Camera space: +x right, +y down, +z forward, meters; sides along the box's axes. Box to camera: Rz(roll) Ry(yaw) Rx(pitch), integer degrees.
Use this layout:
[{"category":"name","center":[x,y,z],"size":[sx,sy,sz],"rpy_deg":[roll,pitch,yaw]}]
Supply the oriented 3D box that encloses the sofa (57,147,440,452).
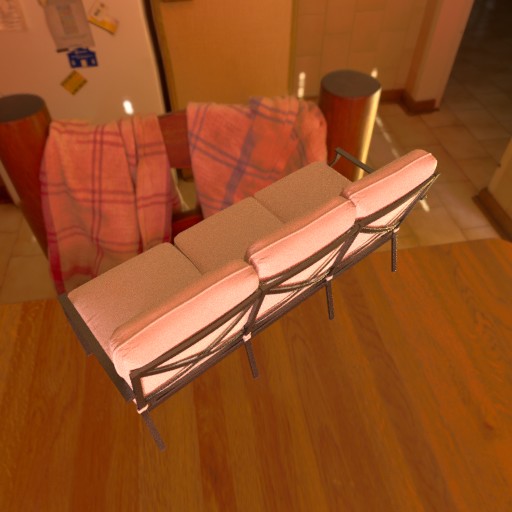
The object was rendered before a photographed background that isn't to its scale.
[{"category":"sofa","center":[0.000,0.000,2.197],"size":[1.740,0.860,0.787],"rpy_deg":[-32,55,-26]}]
